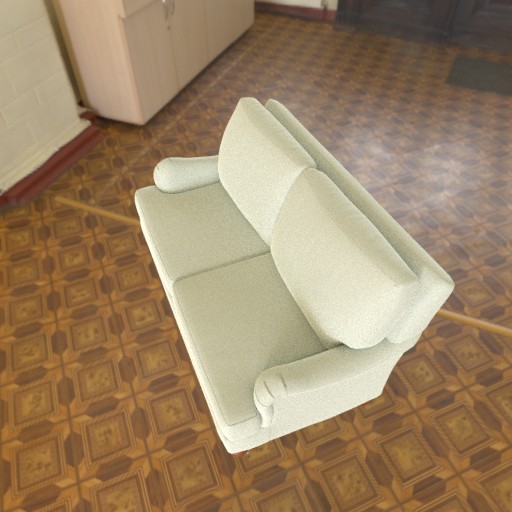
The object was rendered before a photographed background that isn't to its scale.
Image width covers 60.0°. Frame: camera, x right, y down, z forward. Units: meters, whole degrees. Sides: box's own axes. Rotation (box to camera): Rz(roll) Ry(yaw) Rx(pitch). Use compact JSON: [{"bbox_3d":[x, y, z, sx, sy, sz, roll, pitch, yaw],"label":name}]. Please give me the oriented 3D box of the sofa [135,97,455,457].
[{"bbox_3d":[0.000,0.000,2.599,1.084,1.101,1.853,-17,49,-16],"label":"sofa"}]
